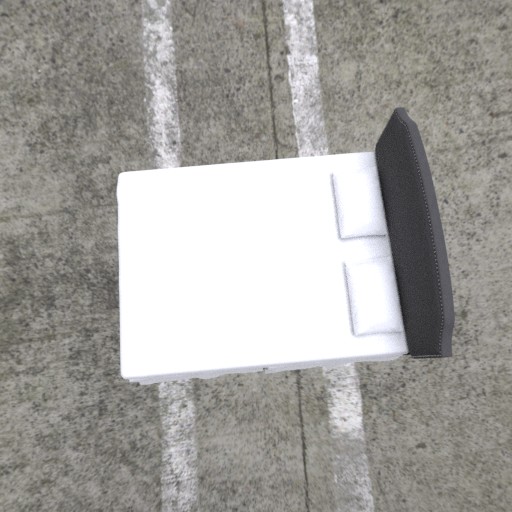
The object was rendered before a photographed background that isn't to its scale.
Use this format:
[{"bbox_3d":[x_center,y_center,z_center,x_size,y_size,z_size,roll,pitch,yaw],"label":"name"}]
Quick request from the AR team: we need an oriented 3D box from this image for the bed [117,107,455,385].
[{"bbox_3d":[0.000,0.000,2.980,1.999,1.270,1.558,-5,76,-1],"label":"bed"}]
